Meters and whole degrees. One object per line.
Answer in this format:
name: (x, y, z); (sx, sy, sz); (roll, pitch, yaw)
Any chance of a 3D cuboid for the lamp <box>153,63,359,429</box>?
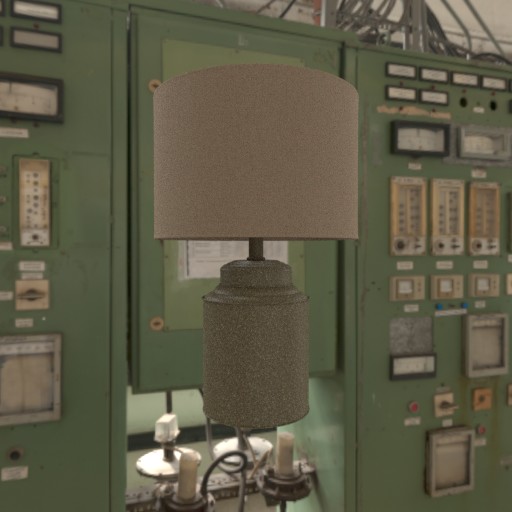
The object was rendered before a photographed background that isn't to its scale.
lamp: (0.000, 0.000, 0.708); (0.318, 0.486, 0.318); (0, 1, 0)
